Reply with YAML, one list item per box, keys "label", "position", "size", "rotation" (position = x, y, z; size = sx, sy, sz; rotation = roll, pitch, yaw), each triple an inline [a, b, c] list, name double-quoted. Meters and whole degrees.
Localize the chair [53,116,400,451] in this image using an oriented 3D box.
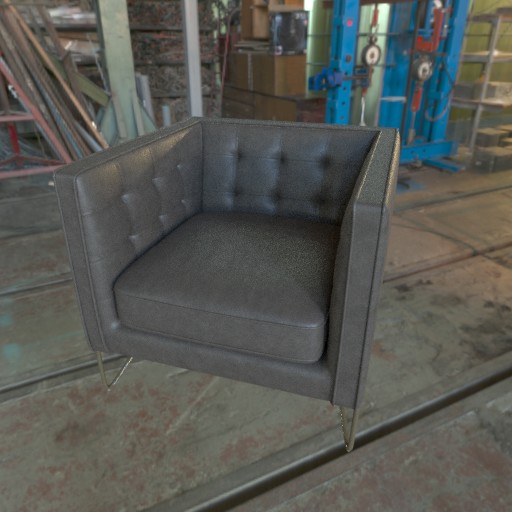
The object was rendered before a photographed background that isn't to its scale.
- label: "chair"
  position: [0.000, 0.000, 1.571]
  size: [0.880, 0.790, 0.894]
  rotation: [8, 28, 16]
